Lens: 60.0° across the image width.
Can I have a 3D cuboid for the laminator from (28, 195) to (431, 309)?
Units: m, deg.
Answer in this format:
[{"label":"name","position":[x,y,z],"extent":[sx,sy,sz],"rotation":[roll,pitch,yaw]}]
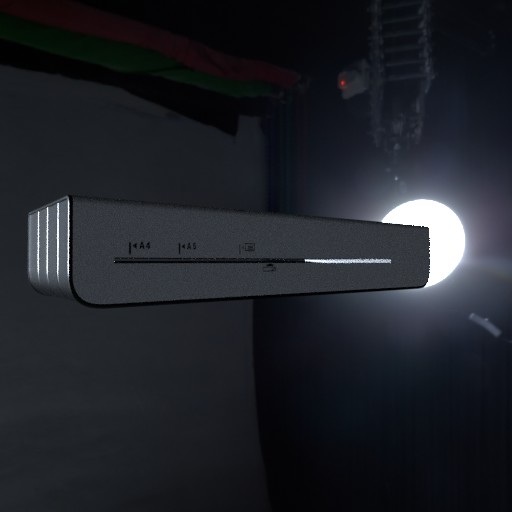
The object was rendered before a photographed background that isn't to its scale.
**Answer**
[{"label":"laminator","position":[0.000,0.000,0.384],"extent":[0.340,0.062,0.123],"rotation":[1,-1,-37]}]
